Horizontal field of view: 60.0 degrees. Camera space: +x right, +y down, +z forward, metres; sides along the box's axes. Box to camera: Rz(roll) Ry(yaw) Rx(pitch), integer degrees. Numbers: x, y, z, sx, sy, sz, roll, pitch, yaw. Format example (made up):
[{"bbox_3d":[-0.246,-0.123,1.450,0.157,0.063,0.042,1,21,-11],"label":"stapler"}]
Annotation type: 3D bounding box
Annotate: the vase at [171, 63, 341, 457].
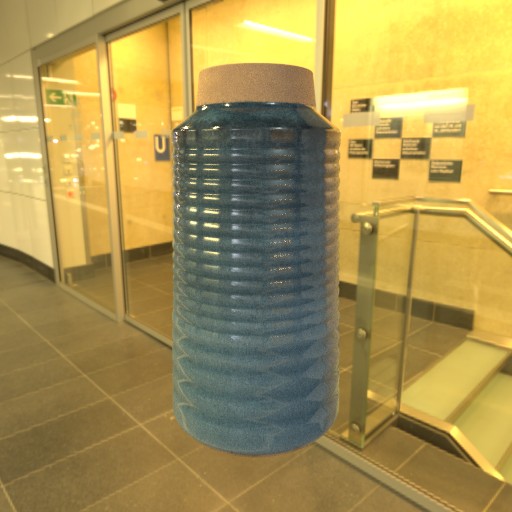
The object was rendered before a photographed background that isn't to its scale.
[{"bbox_3d":[0.000,0.000,0.410,0.163,0.316,0.163,0,13,0],"label":"vase"}]
